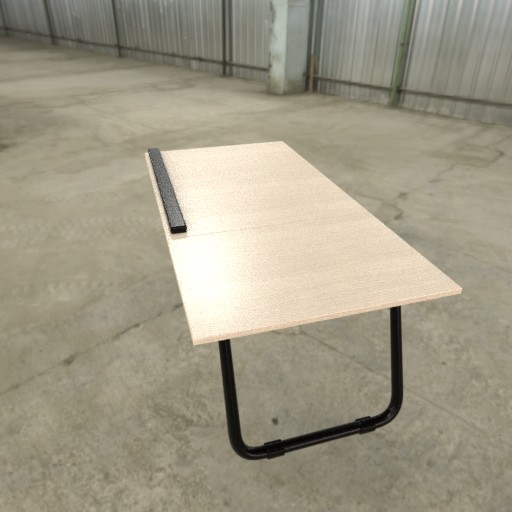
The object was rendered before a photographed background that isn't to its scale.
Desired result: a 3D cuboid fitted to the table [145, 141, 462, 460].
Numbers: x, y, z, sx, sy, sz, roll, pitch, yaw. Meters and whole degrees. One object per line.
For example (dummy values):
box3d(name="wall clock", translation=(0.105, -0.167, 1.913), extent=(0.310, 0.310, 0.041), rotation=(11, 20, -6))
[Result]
box3d(name="table", translation=(0.000, 0.000, 0.806), extent=(0.322, 0.242, 0.644), rotation=(-9, 32, -14))
